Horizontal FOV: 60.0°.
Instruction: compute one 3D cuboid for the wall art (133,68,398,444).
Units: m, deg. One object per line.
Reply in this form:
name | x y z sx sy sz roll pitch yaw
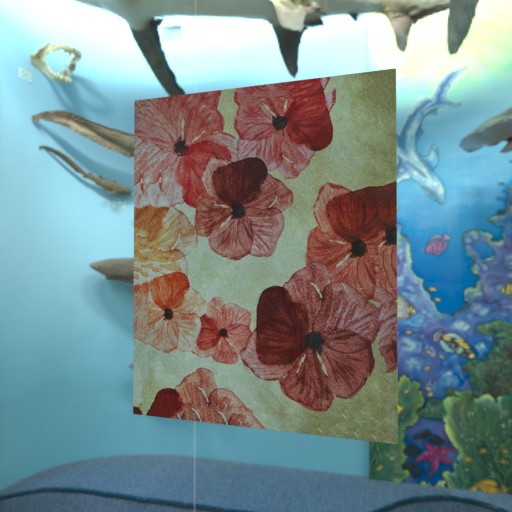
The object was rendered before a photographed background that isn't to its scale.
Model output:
wall art | 0.000 0.000 0.671 0.406 0.508 0.028 0 -1 17
